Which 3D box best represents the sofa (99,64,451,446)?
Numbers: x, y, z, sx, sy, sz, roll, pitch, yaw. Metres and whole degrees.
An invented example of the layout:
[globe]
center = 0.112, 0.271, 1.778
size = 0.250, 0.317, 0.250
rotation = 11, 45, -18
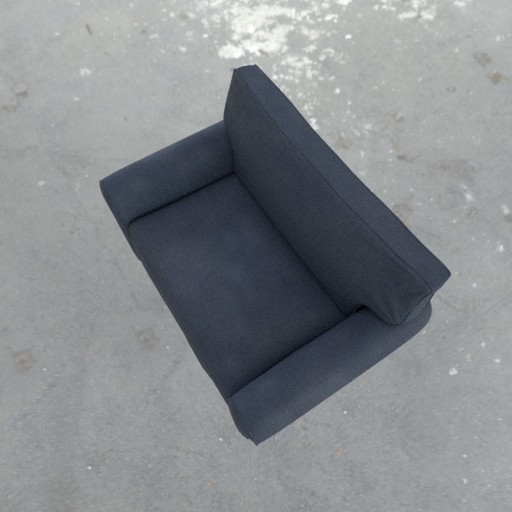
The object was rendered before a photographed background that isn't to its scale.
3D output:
[sofa]
center = 0.000, 0.000, 2.082
size = 0.938, 1.004, 1.405
rotation = -30, 67, -14
